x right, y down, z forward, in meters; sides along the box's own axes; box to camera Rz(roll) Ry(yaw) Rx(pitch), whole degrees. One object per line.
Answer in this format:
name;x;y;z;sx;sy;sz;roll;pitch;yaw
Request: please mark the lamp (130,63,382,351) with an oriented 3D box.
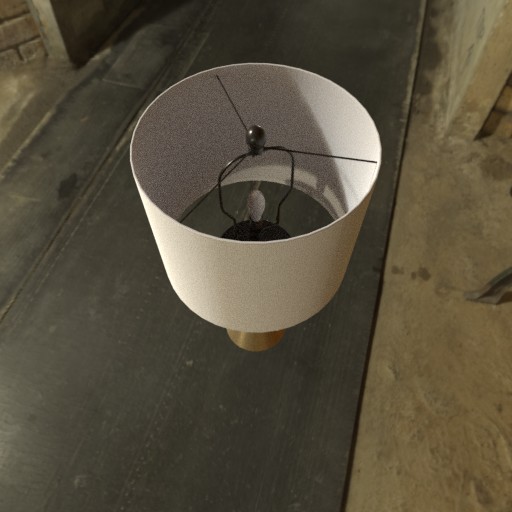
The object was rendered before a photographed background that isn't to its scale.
lamp;0.000;0.000;0.767;0.304;0.573;0.304;-18;60;-11
